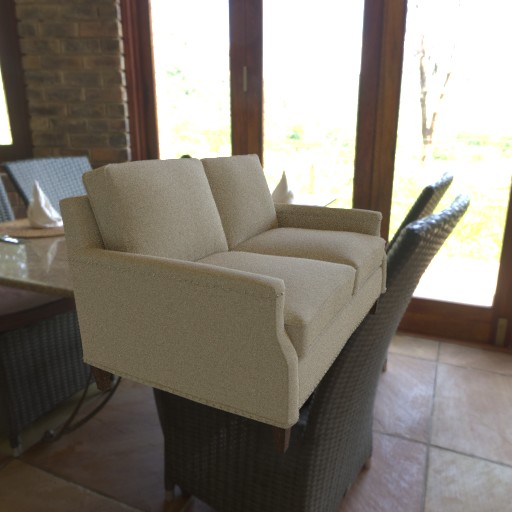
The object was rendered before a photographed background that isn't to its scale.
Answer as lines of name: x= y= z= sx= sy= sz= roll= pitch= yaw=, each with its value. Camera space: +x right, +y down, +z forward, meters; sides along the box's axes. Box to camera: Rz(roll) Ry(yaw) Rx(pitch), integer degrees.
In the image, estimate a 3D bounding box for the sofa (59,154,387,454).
sofa: x=0.000 y=0.000 z=2.316 sx=1.084 sy=1.003 sz=1.597 roll=8 pitch=17 yaw=26
